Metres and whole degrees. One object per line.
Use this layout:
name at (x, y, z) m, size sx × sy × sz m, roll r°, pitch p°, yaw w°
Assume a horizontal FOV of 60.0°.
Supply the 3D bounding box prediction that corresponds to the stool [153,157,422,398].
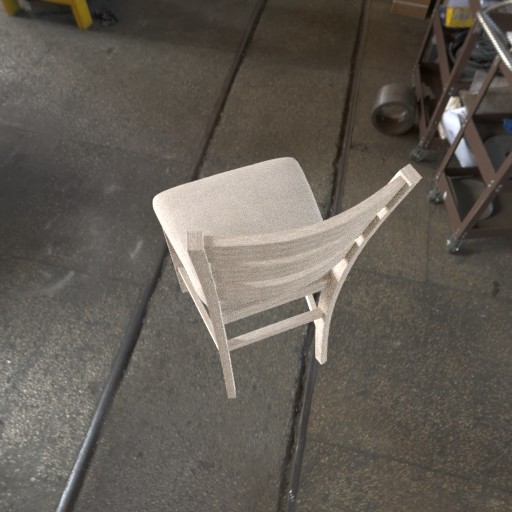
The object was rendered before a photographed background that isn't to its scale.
stool at (0.000, 0.000, 1.319) m, size 0.484 × 1.032 × 0.569 m, roll -18°, pitch 60°, yaw -11°
